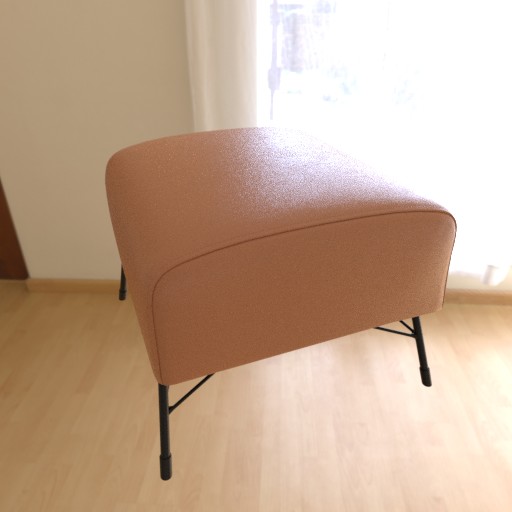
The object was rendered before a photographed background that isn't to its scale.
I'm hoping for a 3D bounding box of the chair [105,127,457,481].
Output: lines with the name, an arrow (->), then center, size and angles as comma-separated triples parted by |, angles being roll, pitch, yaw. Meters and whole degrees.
chair -> 0.000, 0.000, 0.882 | 0.530, 0.410, 0.530 | -12, 32, -19
